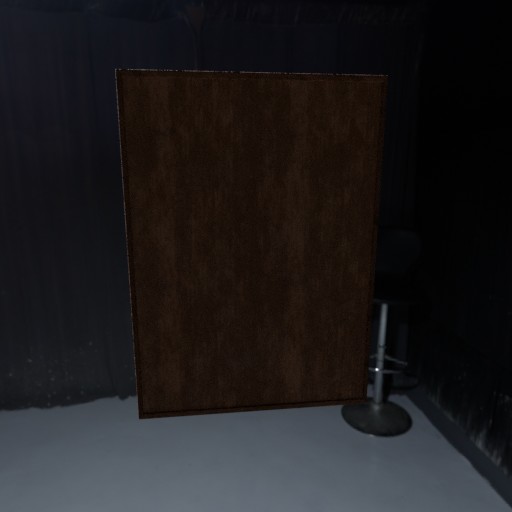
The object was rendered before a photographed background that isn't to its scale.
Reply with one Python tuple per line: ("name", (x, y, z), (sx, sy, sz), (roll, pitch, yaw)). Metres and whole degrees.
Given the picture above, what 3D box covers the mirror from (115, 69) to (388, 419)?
("mirror", (0.000, 0.000, 1.421), (0.796, 1.099, 0.028), (-2, 13, -7))
